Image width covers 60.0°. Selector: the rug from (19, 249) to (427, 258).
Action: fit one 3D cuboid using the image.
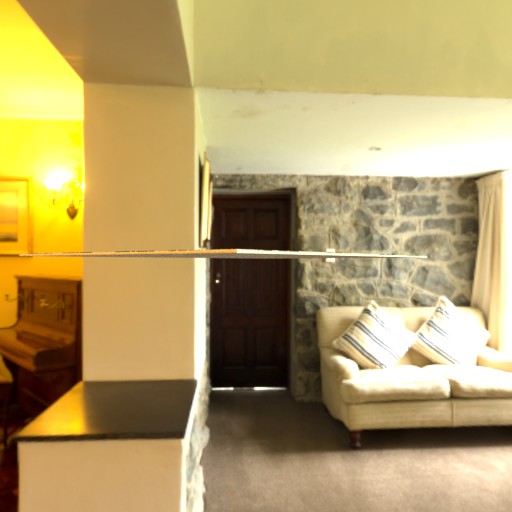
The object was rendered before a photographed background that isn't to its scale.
[{"bbox_3d":[0.000,0.000,2.846,1.514,0.014,2.275,-1,-1,36],"label":"rug"}]
